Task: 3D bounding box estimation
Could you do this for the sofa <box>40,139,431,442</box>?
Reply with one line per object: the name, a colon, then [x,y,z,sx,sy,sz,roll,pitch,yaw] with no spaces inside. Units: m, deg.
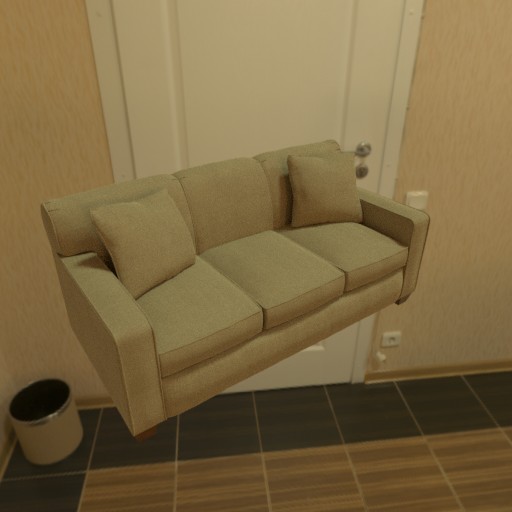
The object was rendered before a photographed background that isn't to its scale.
sofa: [0.000,0.000,2.613,2.024,0.958,0.997,-19,34,-31]
